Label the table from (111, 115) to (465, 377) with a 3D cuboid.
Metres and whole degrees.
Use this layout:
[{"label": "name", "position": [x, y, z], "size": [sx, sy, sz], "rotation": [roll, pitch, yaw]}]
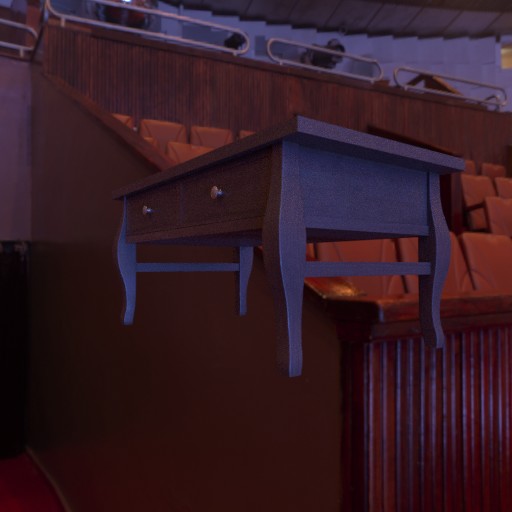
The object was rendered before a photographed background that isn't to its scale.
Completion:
[{"label": "table", "position": [0.000, 0.000, 1.412], "size": [0.600, 0.494, 1.062], "rotation": [1, -1, -36]}]
